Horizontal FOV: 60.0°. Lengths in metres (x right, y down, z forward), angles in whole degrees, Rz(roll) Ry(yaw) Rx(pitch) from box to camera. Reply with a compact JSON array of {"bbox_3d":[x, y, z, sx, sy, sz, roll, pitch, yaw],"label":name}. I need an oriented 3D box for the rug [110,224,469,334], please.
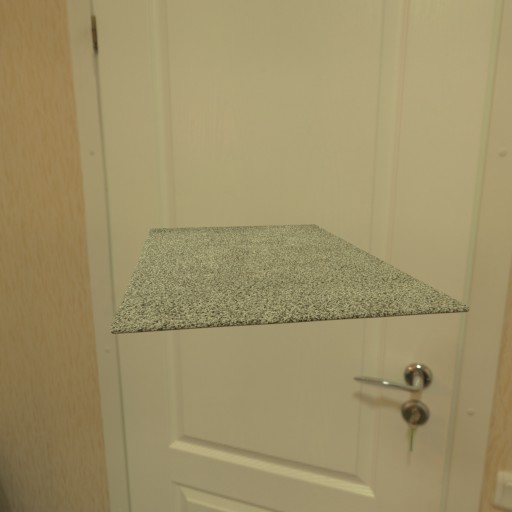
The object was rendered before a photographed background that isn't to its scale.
[{"bbox_3d":[0.000,0.000,3.436,1.778,0.030,2.743,-2,13,-9],"label":"rug"}]
